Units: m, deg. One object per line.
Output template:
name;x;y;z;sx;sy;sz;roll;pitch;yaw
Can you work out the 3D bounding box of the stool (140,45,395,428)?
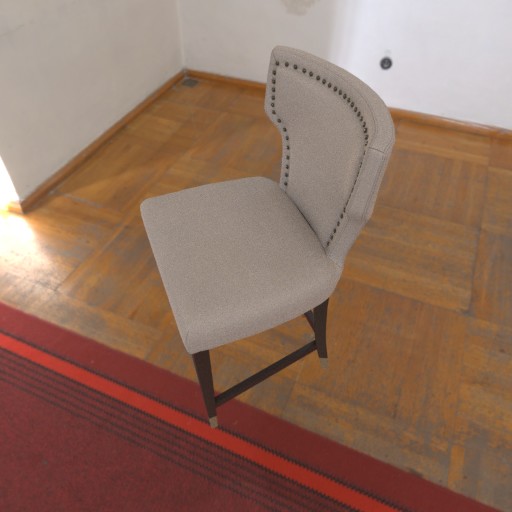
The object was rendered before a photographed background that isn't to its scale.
stool;0.000;0.000;1.312;0.563;0.982;0.527;-16;49;-15
